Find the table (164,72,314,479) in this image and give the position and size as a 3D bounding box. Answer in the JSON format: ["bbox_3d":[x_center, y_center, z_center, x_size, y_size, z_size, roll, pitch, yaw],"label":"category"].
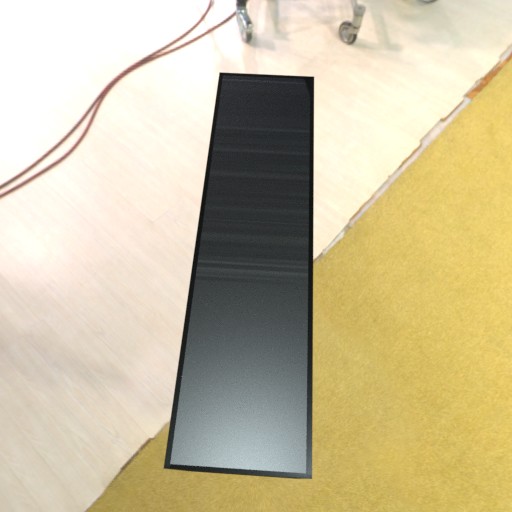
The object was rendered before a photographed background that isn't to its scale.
[{"bbox_3d":[0.000,0.000,1.677,0.399,0.395,1.486,3,63,2],"label":"table"}]
